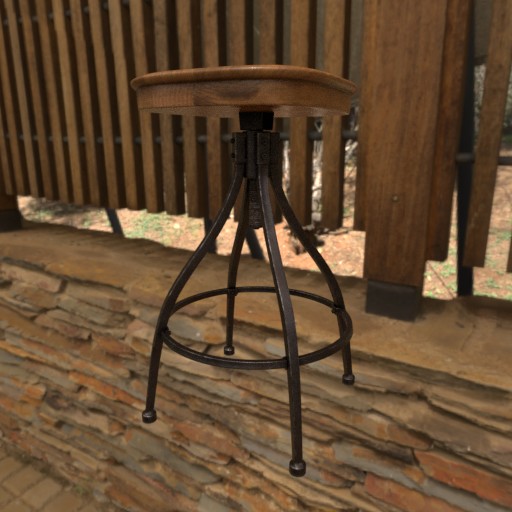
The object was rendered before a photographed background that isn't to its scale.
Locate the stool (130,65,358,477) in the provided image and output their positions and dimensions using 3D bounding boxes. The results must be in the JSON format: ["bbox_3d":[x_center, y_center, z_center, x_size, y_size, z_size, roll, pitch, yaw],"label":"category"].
[{"bbox_3d":[0.000,0.000,0.947,0.424,0.694,0.432,7,17,26],"label":"stool"}]
